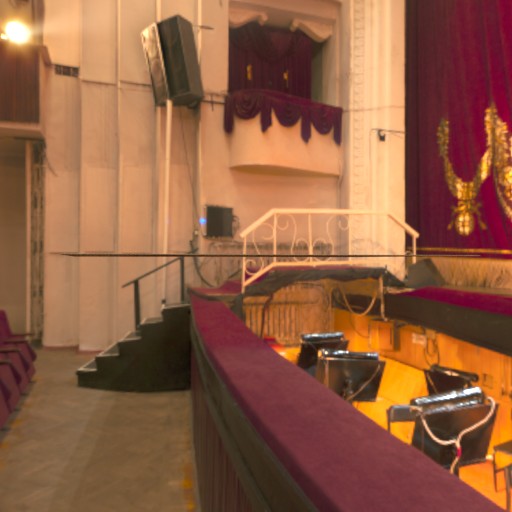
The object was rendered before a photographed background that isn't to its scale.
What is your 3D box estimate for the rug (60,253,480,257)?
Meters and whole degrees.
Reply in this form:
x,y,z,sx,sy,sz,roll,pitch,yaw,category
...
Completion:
x,y,z,sx,sy,sz,roll,pitch,yaw,category
0.000,0.000,2.999,2.363,0.004,1.566,0,-1,-19,rug
